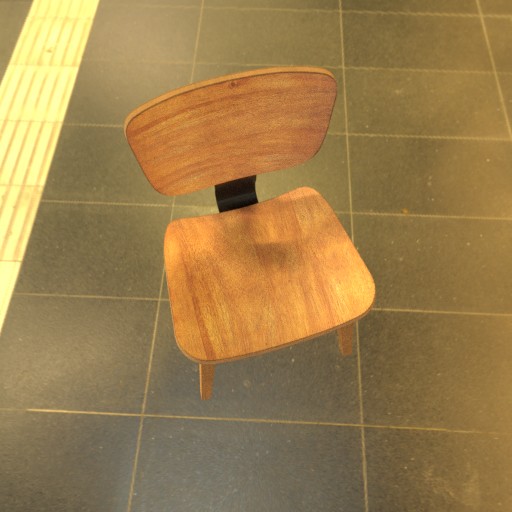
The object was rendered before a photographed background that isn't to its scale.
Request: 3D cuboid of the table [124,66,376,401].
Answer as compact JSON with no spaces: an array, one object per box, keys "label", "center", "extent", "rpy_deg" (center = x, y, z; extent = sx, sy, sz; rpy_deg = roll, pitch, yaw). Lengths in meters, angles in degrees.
[{"label":"table","center":[0.000,0.000,1.138],"extent":[0.499,0.805,0.500],"rpy_deg":[-15,66,-7]}]
